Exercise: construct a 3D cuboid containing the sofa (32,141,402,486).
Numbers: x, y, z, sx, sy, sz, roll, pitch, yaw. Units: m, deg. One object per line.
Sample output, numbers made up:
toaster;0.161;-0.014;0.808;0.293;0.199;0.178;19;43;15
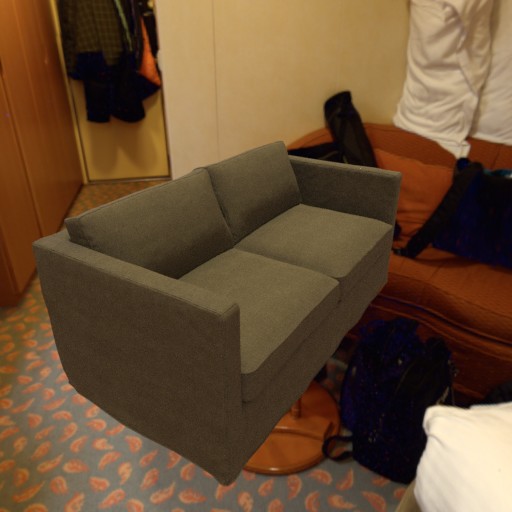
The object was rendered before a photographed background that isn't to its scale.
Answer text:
sofa;0.000;0.000;2.282;0.974;0.854;1.802;16;31;29
